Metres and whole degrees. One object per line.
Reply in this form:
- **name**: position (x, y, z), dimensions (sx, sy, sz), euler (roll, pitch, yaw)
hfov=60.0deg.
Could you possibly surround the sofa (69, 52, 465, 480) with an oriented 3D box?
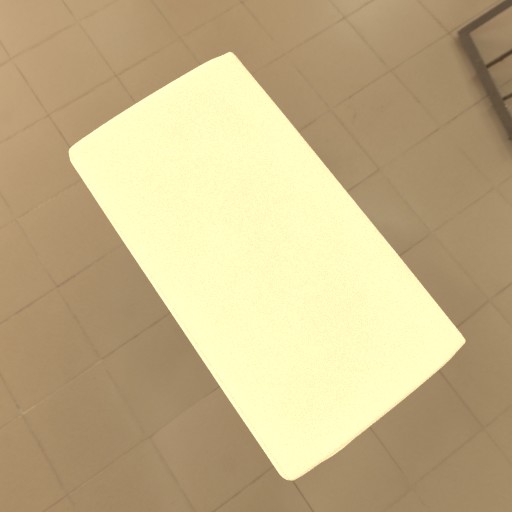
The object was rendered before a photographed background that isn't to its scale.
- **sofa**: position (0.000, 0.000, 2.047), dimensions (0.939, 0.552, 1.677), euler (-35, 79, -8)
